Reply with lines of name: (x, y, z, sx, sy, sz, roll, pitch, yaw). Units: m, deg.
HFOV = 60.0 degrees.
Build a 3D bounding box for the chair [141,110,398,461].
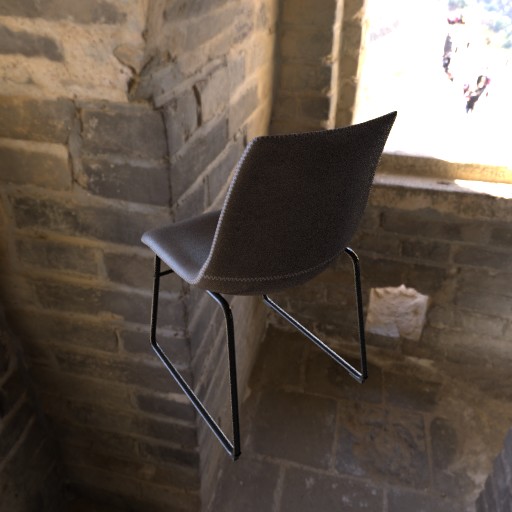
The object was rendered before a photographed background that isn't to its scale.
chair: (0.000, 0.000, 1.140, 0.460, 0.780, 0.550, -19, 35, -29)
